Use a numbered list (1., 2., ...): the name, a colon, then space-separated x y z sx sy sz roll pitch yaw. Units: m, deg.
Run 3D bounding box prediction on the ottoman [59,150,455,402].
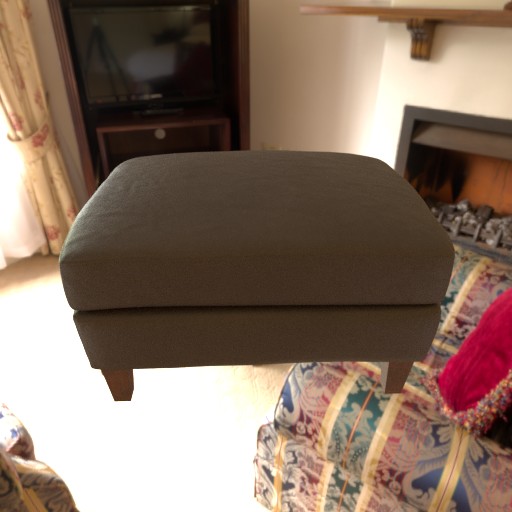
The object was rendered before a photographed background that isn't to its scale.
1. ottoman: 0.000 0.000 1.282 0.887 0.529 0.659 -1 31 -2
